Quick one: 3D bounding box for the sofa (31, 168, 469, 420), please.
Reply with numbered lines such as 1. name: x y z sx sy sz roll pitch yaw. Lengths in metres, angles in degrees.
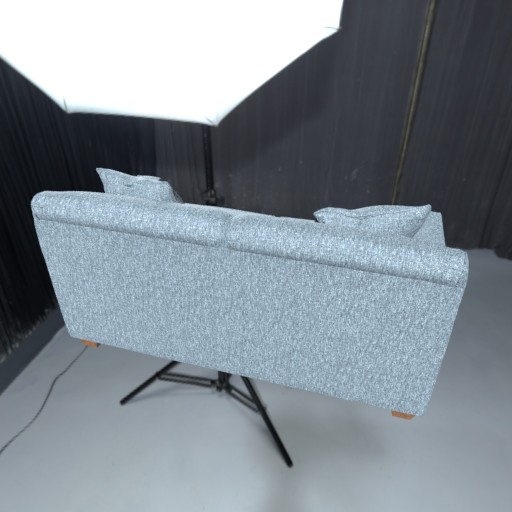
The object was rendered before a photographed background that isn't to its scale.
1. sofa: 0.000 0.000 2.354 1.846 0.958 0.998 9 34 14
